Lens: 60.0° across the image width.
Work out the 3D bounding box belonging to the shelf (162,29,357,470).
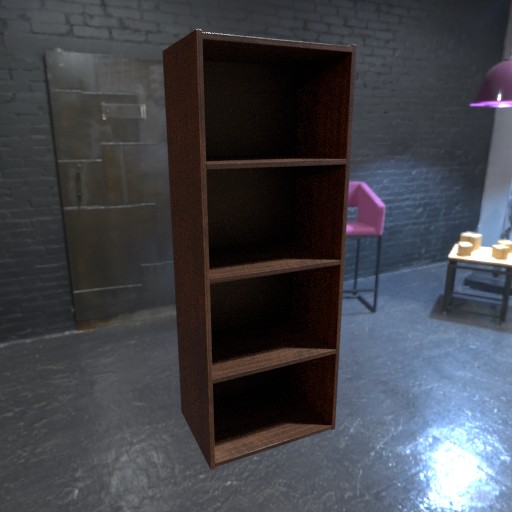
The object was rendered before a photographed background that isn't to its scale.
[{"bbox_3d":[0.000,0.000,1.277,0.415,1.099,0.290,-7,17,-24],"label":"shelf"}]
